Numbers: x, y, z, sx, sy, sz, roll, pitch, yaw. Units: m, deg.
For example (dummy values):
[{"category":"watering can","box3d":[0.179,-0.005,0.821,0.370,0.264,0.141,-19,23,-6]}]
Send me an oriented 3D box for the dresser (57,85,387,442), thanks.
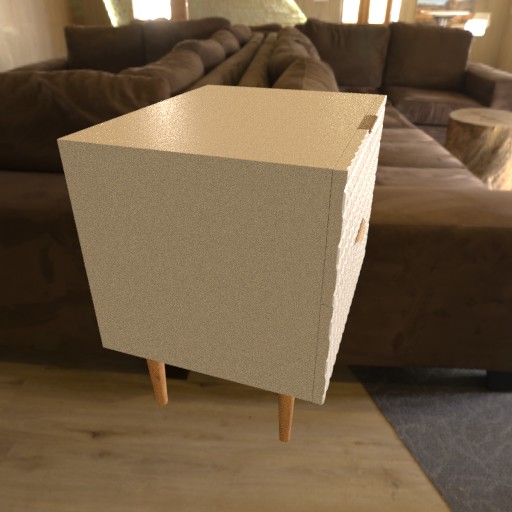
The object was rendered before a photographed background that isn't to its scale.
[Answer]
[{"category":"dresser","box3d":[0.000,0.000,0.906,0.414,0.568,0.503,10,31,17]}]
